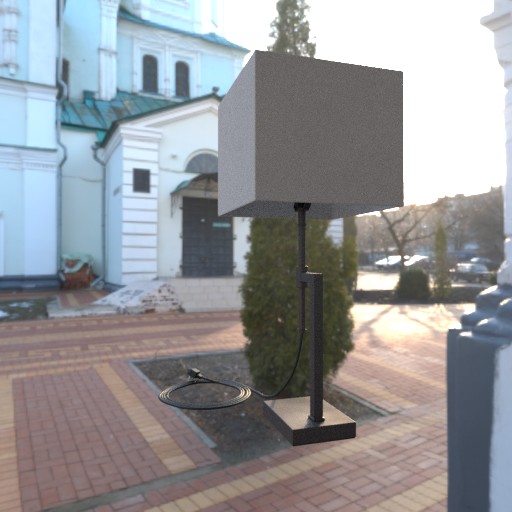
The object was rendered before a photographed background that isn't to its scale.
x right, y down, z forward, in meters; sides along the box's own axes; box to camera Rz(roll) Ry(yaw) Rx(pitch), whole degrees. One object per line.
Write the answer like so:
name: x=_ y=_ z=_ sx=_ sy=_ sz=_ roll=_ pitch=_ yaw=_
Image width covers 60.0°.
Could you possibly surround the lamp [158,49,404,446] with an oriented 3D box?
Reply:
lamp: x=0.000 y=0.000 z=0.972 sx=0.399 sy=0.660 sz=0.504 roll=0 pitch=0 yaw=-17
